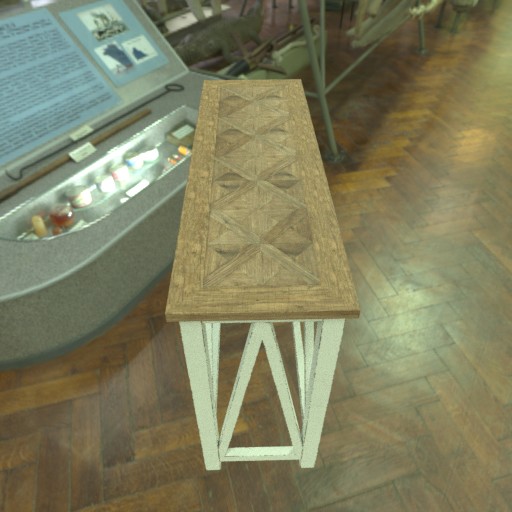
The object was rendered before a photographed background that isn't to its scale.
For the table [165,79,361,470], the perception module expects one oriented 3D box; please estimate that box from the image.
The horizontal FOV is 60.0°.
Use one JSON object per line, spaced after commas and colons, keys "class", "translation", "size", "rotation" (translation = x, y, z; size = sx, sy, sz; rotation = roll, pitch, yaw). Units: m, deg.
{"class": "table", "translation": [0.000, 0.000, 1.846], "size": [0.450, 0.930, 1.400], "rotation": [-1, 42, -1]}
